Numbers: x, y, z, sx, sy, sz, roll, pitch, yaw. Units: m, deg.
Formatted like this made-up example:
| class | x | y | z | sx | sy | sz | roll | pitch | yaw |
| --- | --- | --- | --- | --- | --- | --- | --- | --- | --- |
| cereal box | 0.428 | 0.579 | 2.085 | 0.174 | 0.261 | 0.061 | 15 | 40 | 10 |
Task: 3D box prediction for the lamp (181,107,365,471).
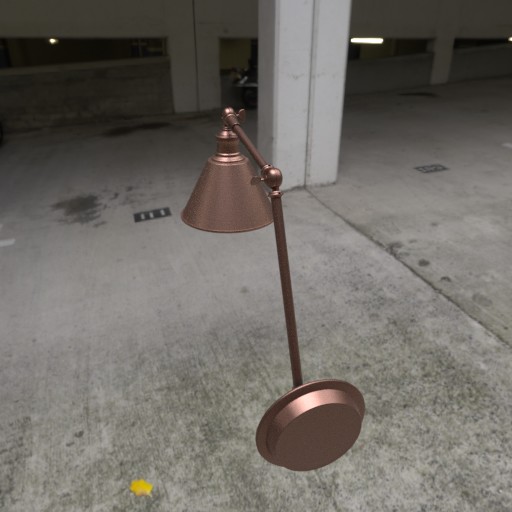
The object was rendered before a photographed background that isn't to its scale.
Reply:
| class | x | y | z | sx | sy | sz | roll | pitch | yaw |
| --- | --- | --- | --- | --- | --- | --- | --- | --- | --- |
| lamp | 0.000 | 0.000 | 0.866 | 0.223 | 0.502 | 0.624 | -8 | 28 | -16 |
